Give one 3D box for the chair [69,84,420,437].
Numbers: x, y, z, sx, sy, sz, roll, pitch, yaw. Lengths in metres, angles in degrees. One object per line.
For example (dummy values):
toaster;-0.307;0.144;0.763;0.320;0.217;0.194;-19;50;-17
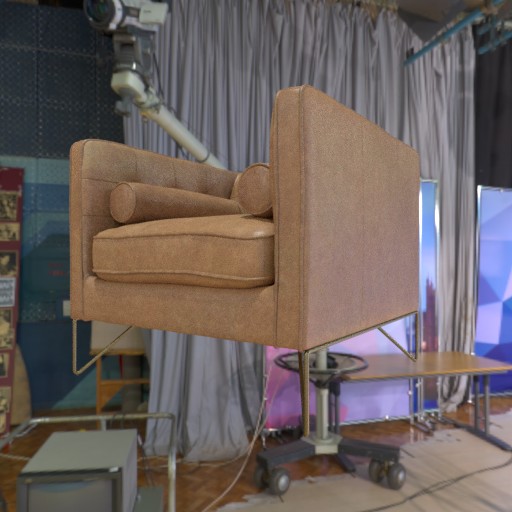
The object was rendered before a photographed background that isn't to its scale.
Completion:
chair;0.000;0.000;1.577;0.920;0.797;0.912;0;0;35
